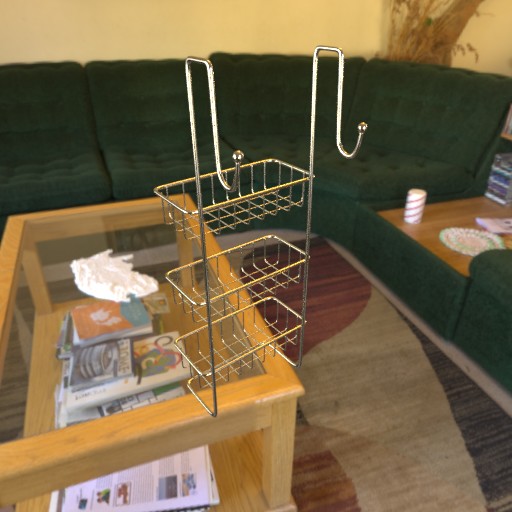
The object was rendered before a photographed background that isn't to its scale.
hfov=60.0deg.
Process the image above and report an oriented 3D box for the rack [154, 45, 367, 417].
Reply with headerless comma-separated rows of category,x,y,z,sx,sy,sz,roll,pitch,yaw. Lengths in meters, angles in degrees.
rack,0.000,0.000,0.675,0.228,0.574,0.202,-21,36,-32
